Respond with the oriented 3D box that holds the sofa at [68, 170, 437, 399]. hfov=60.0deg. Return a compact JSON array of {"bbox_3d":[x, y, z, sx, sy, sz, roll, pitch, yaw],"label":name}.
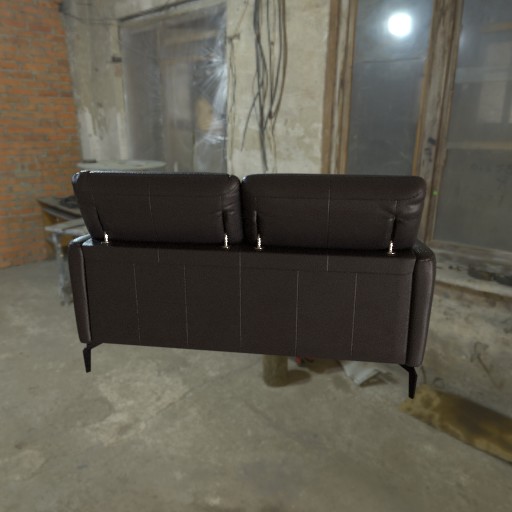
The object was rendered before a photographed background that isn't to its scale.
[{"bbox_3d":[0.000,0.000,2.252,1.596,0.920,0.958,2,17,8],"label":"sofa"}]
